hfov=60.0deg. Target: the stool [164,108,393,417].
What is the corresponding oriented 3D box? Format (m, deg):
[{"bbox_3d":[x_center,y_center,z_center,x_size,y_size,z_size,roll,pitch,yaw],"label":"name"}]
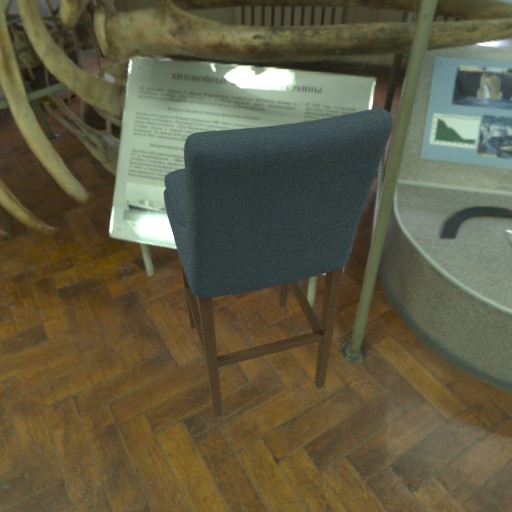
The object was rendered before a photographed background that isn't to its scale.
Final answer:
[{"bbox_3d":[0.000,0.000,1.362,0.470,1.078,0.577,-12,43,-13],"label":"stool"}]
